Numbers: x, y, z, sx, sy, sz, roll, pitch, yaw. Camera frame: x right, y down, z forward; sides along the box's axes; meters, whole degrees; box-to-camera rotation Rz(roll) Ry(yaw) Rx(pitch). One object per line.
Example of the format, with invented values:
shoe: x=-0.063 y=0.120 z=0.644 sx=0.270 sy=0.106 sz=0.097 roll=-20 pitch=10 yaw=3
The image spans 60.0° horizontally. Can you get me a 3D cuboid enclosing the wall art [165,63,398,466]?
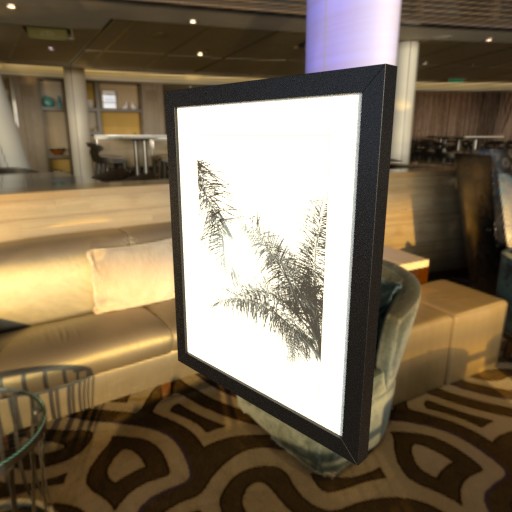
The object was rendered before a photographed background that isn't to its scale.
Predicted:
wall art: x=0.000 y=0.000 z=0.755 sx=0.028 sy=0.557 sz=0.457 roll=-14 pitch=21 yaw=-43
